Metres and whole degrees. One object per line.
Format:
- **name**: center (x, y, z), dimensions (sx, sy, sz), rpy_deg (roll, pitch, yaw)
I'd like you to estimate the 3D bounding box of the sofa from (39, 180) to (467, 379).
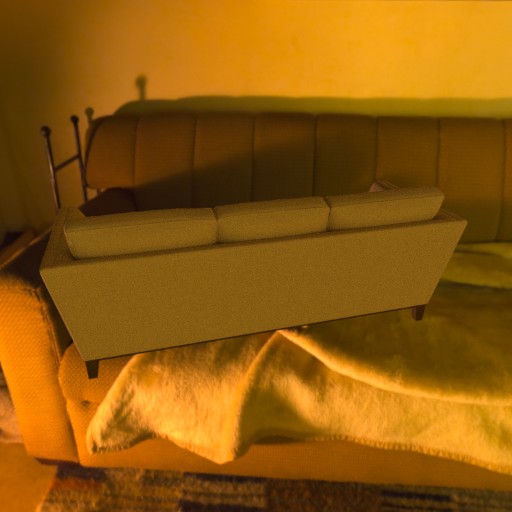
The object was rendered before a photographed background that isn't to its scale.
- **sofa**: center (0.000, 0.000, 2.904), dimensions (2.388, 0.940, 0.965), rpy_deg (-7, 26, -15)
